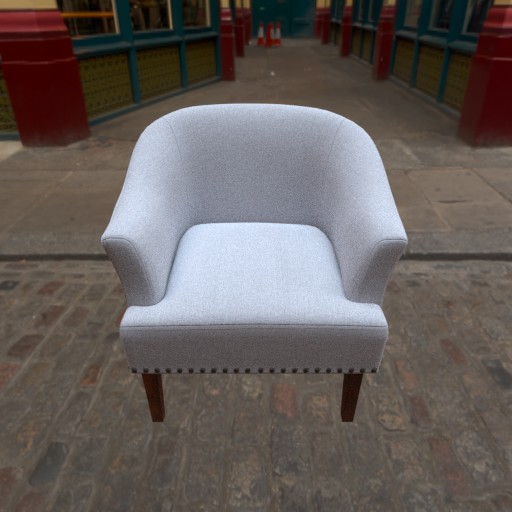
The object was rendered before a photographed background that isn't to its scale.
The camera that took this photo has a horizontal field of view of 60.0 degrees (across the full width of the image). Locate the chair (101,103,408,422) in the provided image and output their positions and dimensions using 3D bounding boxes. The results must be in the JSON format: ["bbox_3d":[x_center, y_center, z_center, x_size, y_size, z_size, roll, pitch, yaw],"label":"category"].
[{"bbox_3d":[0.000,0.000,1.425,0.798,0.815,0.704,0,30,0],"label":"chair"}]
